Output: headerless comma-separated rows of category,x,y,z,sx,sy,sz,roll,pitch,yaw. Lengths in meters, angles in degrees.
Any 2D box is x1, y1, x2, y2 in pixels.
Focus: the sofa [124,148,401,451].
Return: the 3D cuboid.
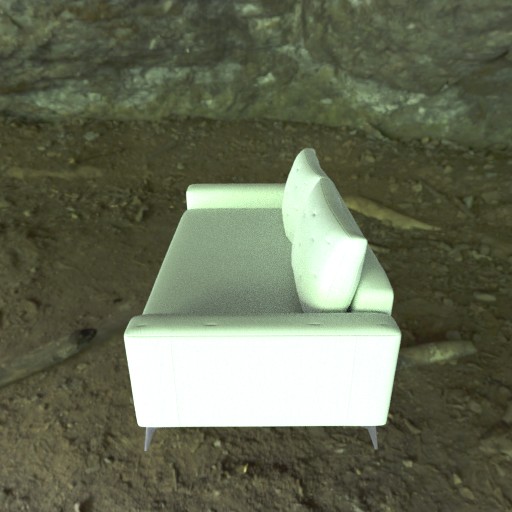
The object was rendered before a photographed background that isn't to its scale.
sofa,0.000,0.000,2.180,0.920,0.790,1.650,0,26,0
